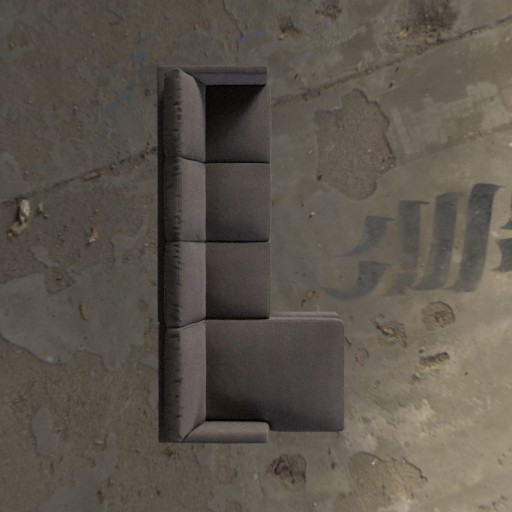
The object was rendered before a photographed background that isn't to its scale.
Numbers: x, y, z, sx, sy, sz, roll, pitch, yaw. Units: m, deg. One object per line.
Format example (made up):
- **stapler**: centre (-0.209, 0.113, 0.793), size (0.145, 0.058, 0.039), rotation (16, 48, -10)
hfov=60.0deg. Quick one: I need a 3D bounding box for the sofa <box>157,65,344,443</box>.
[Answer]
- **sofa**: centre (0.000, 0.000, 3.973), size (1.650, 0.922, 3.205), rotation (0, 91, 1)
